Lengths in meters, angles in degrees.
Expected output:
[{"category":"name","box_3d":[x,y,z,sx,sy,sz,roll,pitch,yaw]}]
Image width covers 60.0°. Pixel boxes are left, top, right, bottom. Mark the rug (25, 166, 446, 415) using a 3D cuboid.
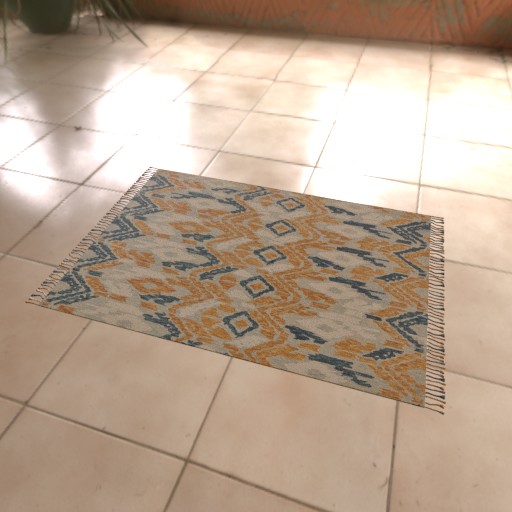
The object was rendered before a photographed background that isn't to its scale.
[{"category":"rug","box_3d":[0.000,0.000,2.243,1.827,0.008,1.230,12,44,13]}]
